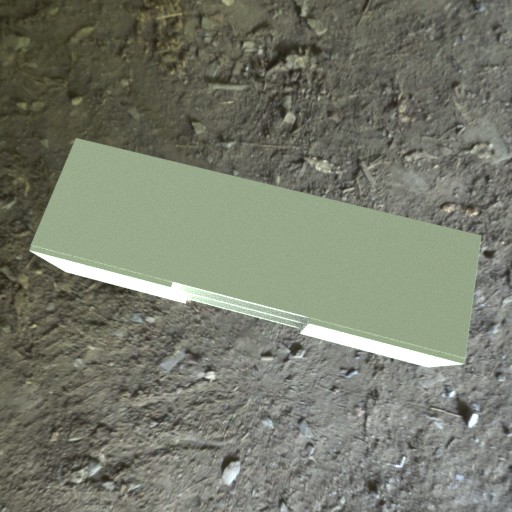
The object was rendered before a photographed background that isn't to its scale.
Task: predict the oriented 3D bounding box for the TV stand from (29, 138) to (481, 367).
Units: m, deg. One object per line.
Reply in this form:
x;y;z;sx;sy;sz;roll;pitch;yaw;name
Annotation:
0.000;0.000;1.578;1.400;0.310;0.420;14;75;4;TV stand
